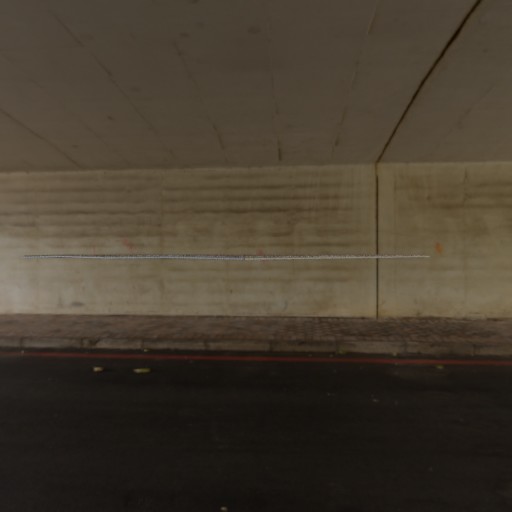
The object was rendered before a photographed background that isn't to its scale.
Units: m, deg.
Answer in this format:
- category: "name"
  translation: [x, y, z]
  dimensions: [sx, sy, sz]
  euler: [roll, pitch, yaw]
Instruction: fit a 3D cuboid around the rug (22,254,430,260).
- category: "rug"
  translation: [0.000, 0.000, 3.733]
  dimensions: [2.043, 0.026, 2.901]
  euler: [0, 0, 37]
